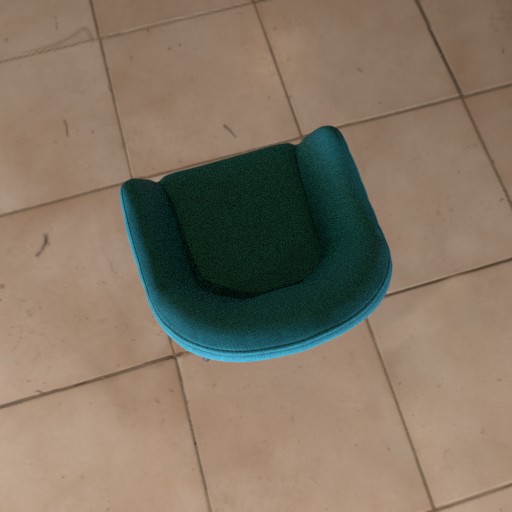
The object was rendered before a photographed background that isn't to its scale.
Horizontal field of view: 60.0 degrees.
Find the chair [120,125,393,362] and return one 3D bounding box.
[{"bbox_3d":[0.000,0.000,1.184,0.545,0.775,0.565,-17,75,-5],"label":"chair"}]
